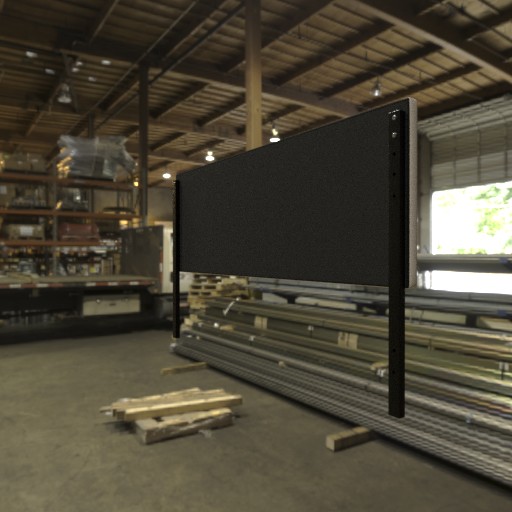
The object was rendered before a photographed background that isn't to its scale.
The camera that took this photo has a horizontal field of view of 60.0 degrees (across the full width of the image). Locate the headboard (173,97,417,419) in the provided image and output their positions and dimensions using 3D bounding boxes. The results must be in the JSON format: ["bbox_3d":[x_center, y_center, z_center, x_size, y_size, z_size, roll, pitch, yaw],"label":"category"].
[{"bbox_3d":[0.000,0.000,2.900,0.120,1.410,2.362,0,0,-36],"label":"headboard"}]
